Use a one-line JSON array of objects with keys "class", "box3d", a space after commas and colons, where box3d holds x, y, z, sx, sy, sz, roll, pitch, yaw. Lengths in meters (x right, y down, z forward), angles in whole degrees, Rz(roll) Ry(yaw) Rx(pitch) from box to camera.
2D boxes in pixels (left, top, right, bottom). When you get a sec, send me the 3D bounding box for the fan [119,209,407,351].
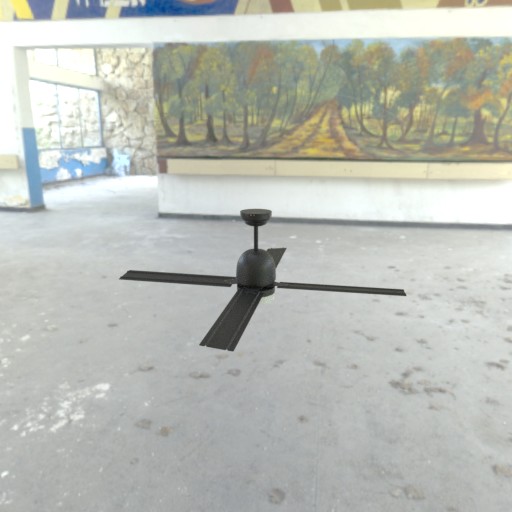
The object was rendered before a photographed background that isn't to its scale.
[{"class": "fan", "box3d": [0.000, 0.000, 2.011, 1.319, 0.410, 1.319, 3, 16, 9]}]
